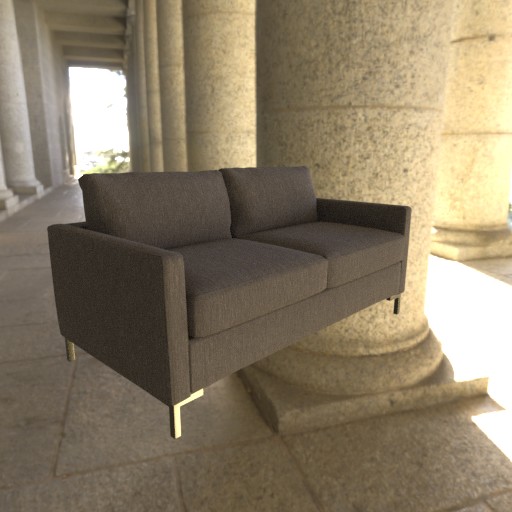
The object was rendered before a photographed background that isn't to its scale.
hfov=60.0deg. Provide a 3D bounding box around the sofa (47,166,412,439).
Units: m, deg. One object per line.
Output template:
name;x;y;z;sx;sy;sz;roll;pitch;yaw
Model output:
sofa;0.000;0.000;2.198;0.875;0.840;1.682;13;18;42
